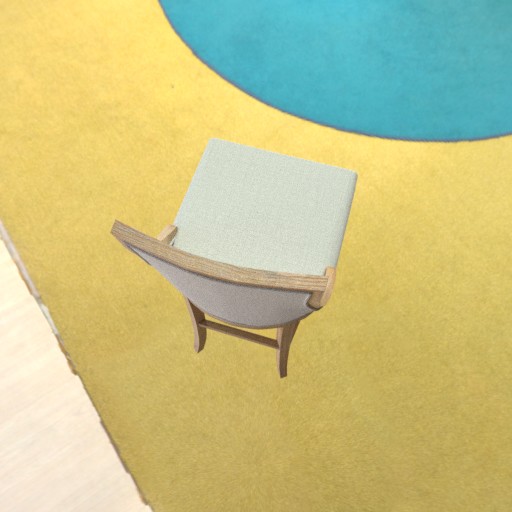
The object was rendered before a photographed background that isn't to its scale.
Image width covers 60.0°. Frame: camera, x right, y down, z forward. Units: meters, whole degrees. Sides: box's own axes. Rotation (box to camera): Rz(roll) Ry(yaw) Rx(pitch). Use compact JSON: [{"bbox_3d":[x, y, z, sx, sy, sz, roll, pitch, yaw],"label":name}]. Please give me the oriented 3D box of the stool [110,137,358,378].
[{"bbox_3d":[0.000,0.000,1.457,0.524,1.101,0.626,15,65,7],"label":"stool"}]
